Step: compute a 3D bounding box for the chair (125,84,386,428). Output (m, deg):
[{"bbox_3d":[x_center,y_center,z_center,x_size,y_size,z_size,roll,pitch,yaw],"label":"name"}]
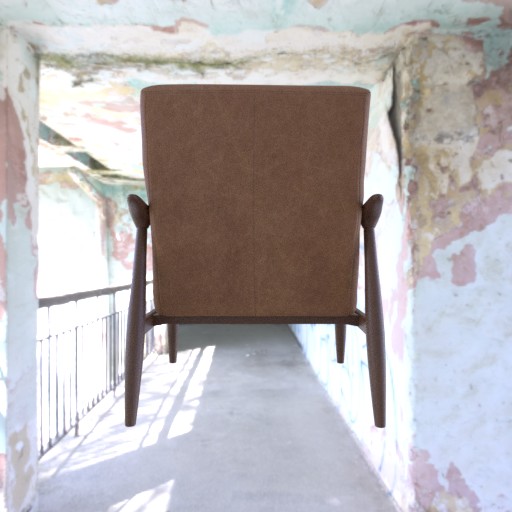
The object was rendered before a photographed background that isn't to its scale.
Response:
[{"bbox_3d":[0.000,0.000,1.438,0.741,0.832,0.798,0,0,0],"label":"chair"}]
